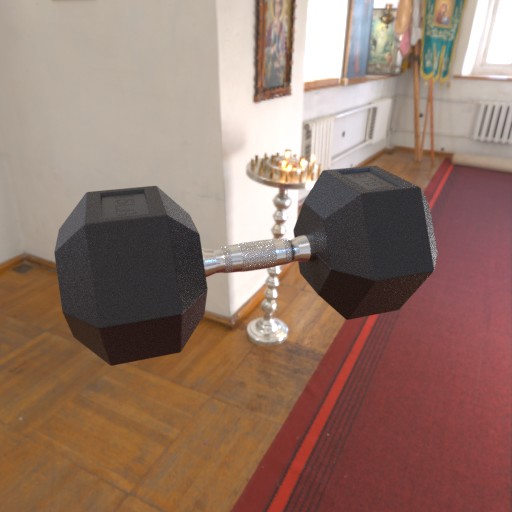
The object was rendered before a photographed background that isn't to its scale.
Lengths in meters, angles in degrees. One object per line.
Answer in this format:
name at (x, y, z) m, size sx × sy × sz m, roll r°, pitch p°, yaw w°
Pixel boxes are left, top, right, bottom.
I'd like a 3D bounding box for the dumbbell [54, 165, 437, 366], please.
dumbbell at (0.000, 0.000, 0.338) m, size 0.271 × 0.106 × 0.122 m, roll -8°, pitch 28°, yaw -16°
